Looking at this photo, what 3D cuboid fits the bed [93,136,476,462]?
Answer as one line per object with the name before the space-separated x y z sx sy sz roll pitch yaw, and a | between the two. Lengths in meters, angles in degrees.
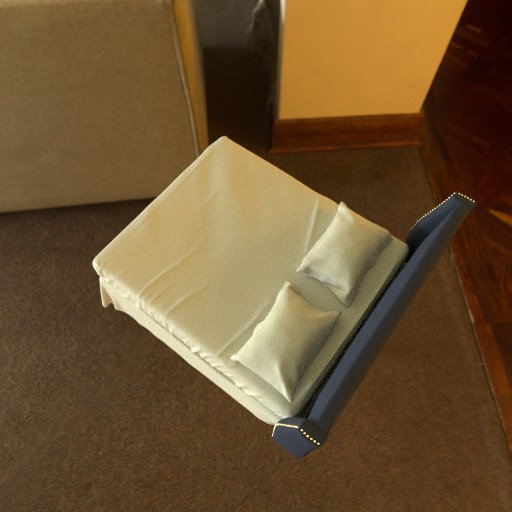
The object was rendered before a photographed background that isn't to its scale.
bed | 0.000 0.000 3.473 2.276 1.332 1.925 34 67 16
